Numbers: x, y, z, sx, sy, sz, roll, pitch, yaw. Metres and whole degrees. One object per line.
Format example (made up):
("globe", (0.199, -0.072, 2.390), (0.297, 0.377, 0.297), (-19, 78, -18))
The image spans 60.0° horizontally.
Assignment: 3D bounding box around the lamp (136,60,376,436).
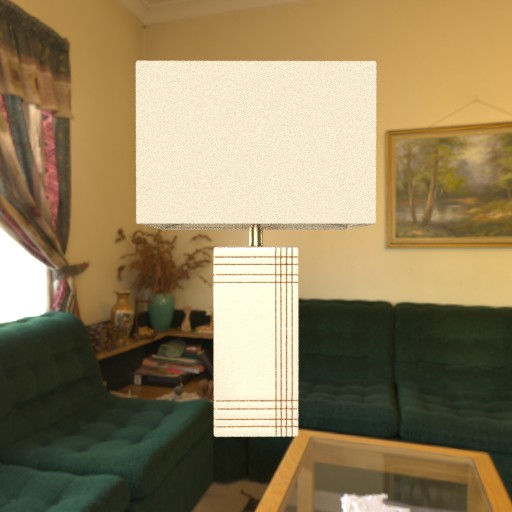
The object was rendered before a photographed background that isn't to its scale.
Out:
("lamp", (0.000, 0.000, 0.706), (0.334, 0.543, 0.182), (0, 1, 0))
